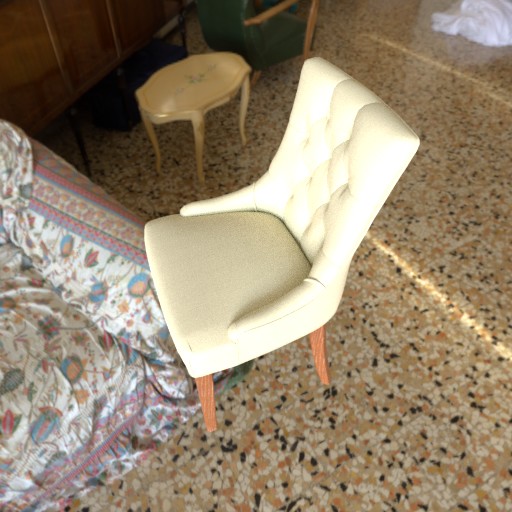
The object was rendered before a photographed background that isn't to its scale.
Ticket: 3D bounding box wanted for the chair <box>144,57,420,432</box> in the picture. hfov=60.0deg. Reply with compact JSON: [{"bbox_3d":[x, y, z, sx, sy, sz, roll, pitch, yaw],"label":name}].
[{"bbox_3d":[0.000,0.000,1.225,0.565,0.874,0.509,-15,47,-15],"label":"chair"}]
